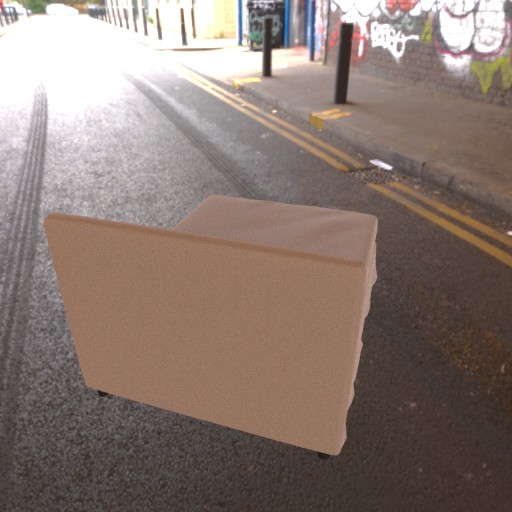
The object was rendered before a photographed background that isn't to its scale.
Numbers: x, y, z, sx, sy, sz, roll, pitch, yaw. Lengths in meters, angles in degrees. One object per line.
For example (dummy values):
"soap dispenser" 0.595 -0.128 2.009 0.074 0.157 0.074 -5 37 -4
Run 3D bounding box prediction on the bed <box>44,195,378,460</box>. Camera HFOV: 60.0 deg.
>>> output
"bed" 0.000 0.000 3.286 1.748 1.330 2.142 9 31 16
